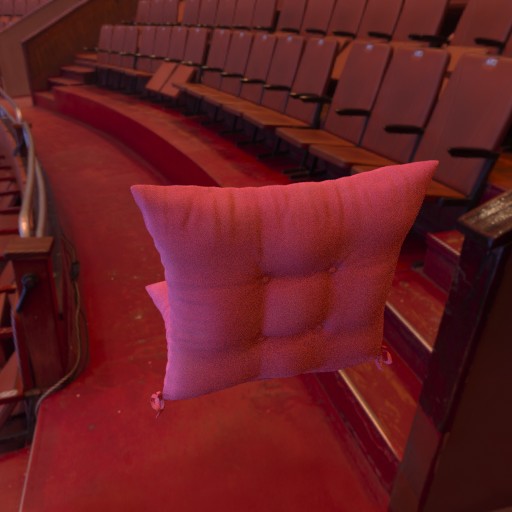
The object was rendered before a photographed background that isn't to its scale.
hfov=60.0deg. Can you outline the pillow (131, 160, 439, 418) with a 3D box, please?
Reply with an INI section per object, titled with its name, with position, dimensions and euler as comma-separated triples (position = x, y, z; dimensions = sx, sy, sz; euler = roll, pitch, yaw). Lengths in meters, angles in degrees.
[pillow]
position = 0.000, 0.000, 1.009
dimensions = 0.541, 0.536, 0.585
euler = -8, 28, -14
